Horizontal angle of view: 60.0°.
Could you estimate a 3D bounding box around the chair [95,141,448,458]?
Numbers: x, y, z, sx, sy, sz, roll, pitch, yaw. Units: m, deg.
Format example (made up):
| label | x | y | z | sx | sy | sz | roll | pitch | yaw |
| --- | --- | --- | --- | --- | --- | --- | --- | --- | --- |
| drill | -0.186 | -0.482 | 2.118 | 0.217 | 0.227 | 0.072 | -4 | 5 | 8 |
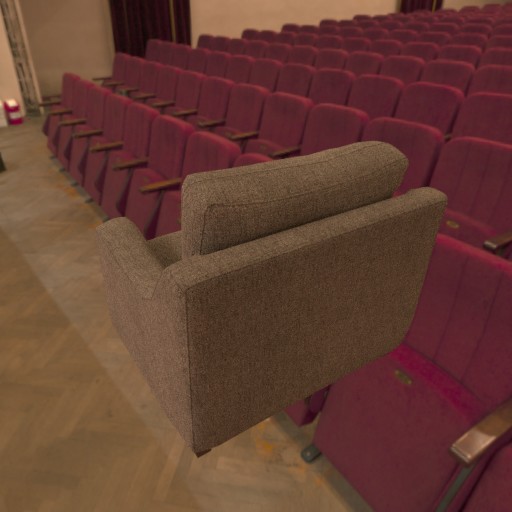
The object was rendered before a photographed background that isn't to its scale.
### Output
| label | x | y | z | sx | sy | sz | roll | pitch | yaw |
| --- | --- | --- | --- | --- | --- | --- | --- | --- | --- |
| chair | 0.000 | 0.000 | 1.933 | 1.138 | 1.037 | 1.009 | -18 | 35 | -28 |
